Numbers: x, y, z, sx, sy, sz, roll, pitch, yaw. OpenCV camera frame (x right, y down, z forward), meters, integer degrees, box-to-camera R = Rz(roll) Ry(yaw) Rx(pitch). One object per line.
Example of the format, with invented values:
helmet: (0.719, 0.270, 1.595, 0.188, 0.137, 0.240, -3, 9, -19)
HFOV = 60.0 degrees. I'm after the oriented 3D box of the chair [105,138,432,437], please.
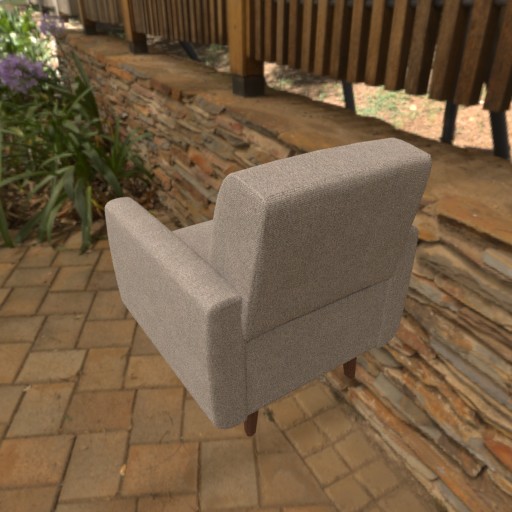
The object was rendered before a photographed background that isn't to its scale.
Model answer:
chair: (0.000, 0.000, 1.673, 0.845, 0.968, 0.942, -19, 35, -29)
